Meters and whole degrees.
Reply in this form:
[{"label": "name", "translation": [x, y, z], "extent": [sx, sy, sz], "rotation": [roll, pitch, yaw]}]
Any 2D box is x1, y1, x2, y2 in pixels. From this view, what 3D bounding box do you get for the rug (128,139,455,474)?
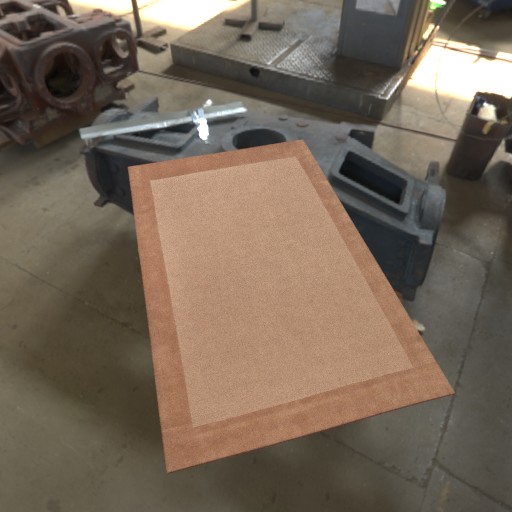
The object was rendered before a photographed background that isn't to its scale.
[{"label": "rug", "translation": [0.000, 0.000, 2.994], "extent": [1.524, 0.014, 2.438], "rotation": [-11, 49, -10]}]
